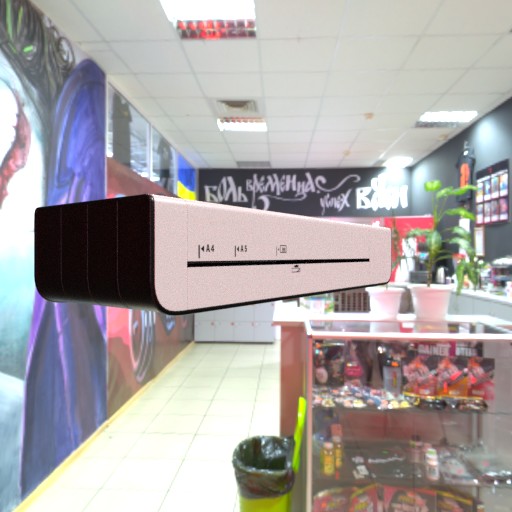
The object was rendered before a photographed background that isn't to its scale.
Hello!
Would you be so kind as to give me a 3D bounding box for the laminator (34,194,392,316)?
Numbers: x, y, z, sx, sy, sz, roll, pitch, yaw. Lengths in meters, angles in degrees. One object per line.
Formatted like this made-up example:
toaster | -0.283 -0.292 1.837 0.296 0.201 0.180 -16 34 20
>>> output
laminator | 0.000 0.000 0.388 0.123 0.062 0.340 0 0 36
